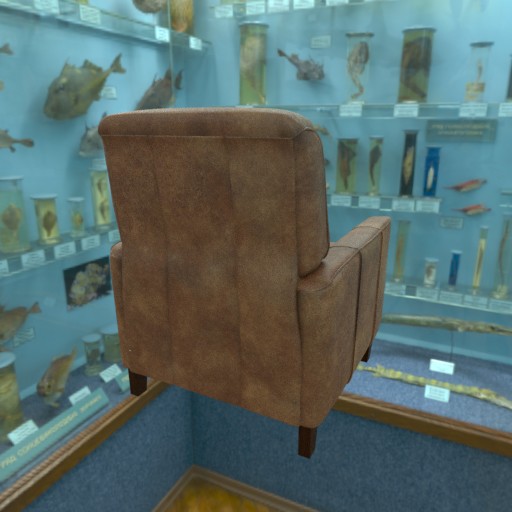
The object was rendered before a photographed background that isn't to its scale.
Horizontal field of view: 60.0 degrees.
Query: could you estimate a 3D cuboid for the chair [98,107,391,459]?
[{"bbox_3d":[0.000,0.000,1.674,0.843,1.043,0.836,9,19,27],"label":"chair"}]
